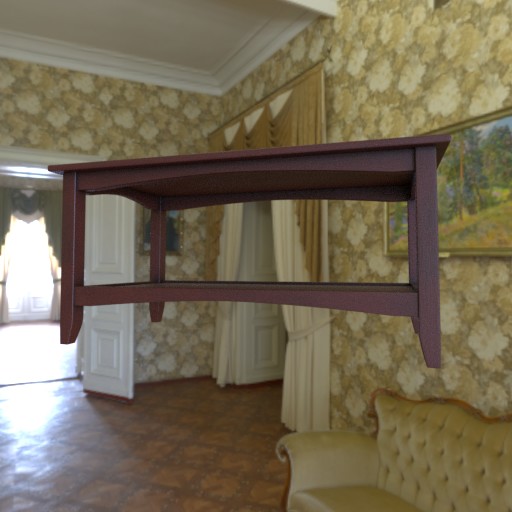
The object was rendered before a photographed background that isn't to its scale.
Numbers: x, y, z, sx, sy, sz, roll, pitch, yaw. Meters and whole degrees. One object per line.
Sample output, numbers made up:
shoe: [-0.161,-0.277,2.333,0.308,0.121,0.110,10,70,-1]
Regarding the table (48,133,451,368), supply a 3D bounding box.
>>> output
table: [0.000,0.000,1.235,0.943,0.456,0.533,0,-1,17]
